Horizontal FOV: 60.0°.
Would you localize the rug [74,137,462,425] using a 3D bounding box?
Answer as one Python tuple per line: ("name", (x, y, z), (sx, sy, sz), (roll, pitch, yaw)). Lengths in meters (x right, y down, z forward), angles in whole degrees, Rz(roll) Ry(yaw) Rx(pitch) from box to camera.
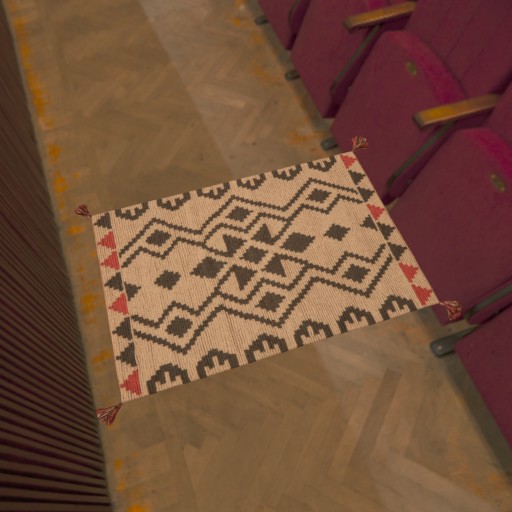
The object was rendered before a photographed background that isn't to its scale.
("rug", (0.000, 0.000, 2.671), (2.069, 0.067, 1.444), (-15, 61, -9))
